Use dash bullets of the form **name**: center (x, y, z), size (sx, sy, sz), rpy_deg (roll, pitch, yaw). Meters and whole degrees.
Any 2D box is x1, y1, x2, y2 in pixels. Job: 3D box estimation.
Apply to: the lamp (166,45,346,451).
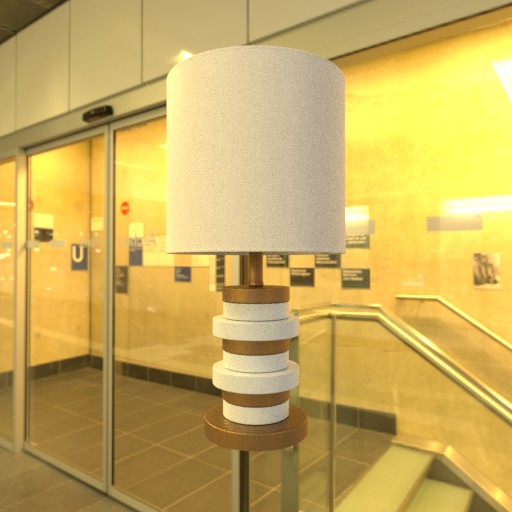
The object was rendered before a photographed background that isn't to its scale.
- **lamp**: center (0.000, 0.000, 0.526), size (0.210, 0.410, 0.210), rpy_deg (0, -1, 18)
